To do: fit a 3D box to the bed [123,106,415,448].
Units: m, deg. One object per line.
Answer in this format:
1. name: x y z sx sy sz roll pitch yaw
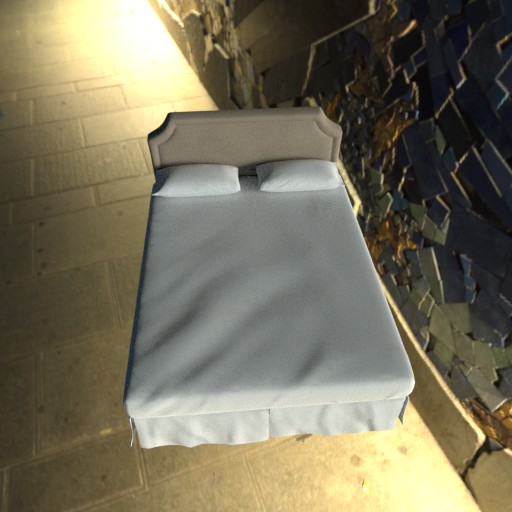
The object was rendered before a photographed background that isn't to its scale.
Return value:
1. bed: 0.000 0.000 3.580 1.977 1.293 2.498 -3 45 -3
